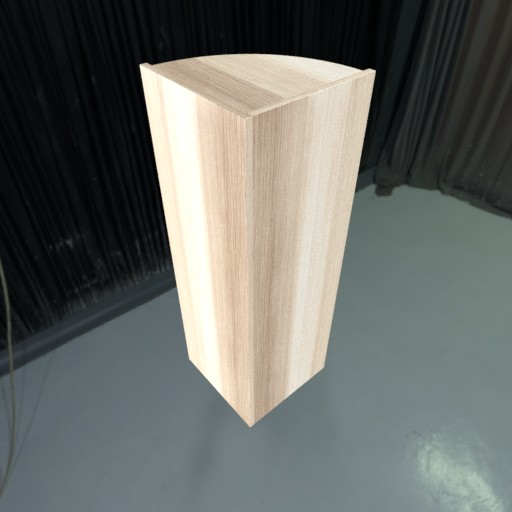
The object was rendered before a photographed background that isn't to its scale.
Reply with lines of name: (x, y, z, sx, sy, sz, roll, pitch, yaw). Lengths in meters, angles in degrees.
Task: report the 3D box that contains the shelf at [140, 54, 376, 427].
shelf: (0.000, 0.000, 1.056, 0.290, 0.872, 0.290, -30, 50, -29)
